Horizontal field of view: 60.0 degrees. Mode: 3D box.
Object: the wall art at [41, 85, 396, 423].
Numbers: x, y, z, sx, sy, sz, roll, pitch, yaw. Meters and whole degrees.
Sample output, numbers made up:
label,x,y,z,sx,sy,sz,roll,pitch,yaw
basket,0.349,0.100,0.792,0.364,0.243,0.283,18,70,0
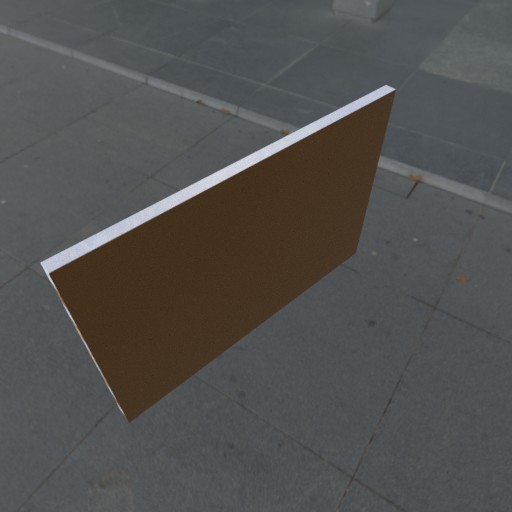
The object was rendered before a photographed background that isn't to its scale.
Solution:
label,x,y,z,sx,sy,sz,roll,pitch,yaw
wall art,0.000,0.000,1.435,1.145,0.762,0.041,-33,56,-26
